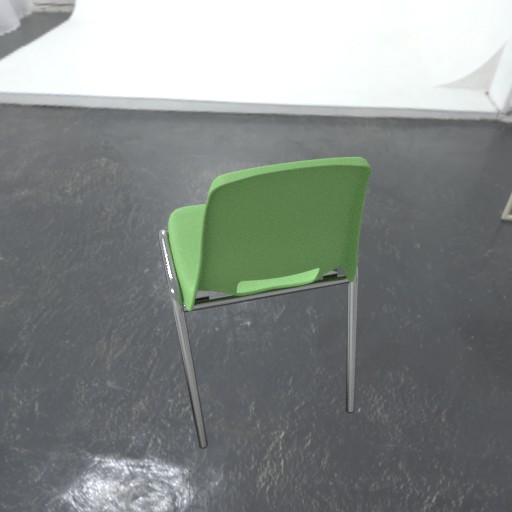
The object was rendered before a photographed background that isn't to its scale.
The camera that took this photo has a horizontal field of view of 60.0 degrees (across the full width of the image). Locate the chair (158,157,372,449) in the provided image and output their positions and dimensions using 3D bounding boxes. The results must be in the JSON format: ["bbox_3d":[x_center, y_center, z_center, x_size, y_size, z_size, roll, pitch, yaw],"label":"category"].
[{"bbox_3d":[0.000,0.000,0.919,0.381,0.653,0.436,-9,42,-11],"label":"chair"}]
